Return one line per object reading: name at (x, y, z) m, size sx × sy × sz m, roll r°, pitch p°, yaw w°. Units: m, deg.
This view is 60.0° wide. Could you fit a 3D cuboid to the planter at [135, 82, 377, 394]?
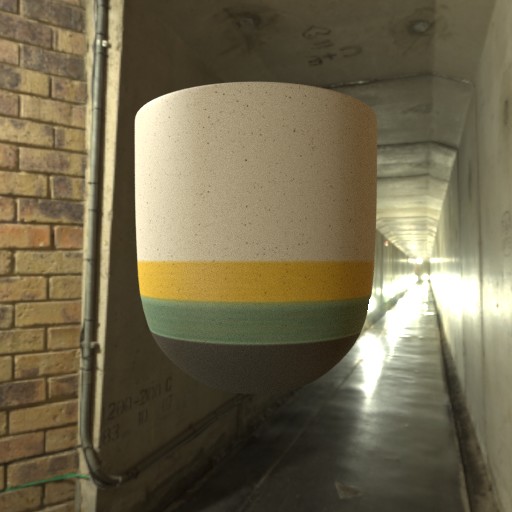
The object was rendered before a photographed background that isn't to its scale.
planter at (0.000, 0.000, 0.369) m, size 0.195 × 0.214 × 0.195 m, roll 0°, pitch 0°, yaw 0°
